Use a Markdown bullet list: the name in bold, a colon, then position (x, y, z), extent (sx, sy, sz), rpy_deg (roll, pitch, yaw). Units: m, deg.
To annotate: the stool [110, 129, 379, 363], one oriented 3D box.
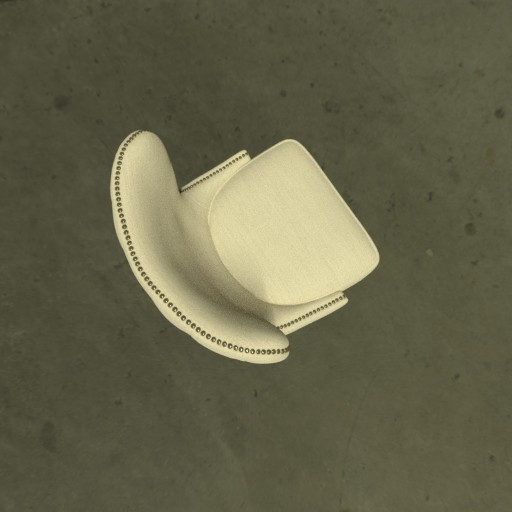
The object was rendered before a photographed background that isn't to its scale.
- **stool**: position (0.000, 0.000, 1.404), extent (0.597, 0.972, 0.615), rpy_deg (-31, 78, -8)
